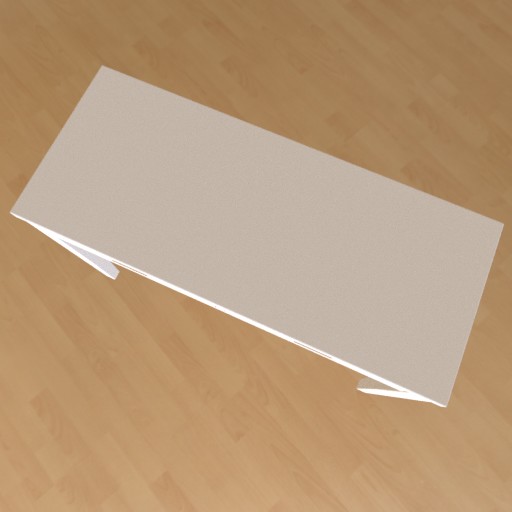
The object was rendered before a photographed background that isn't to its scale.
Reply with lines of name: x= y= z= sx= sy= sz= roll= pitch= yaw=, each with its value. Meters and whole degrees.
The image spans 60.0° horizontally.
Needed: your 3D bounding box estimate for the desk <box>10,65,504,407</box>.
desk: x=0.000 y=0.000 z=1.553 sx=1.220 sy=0.775 sz=0.508 roll=23 pitch=76 yaw=6
